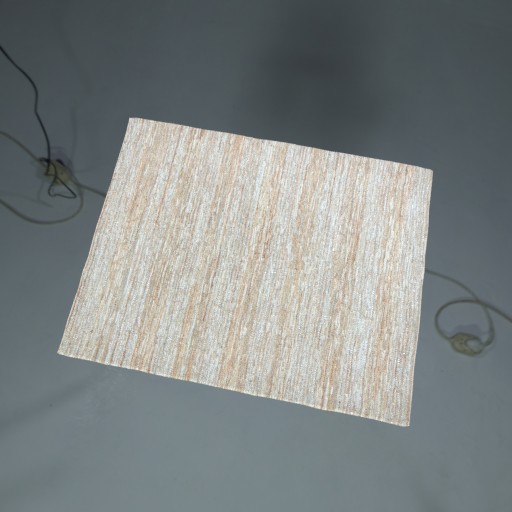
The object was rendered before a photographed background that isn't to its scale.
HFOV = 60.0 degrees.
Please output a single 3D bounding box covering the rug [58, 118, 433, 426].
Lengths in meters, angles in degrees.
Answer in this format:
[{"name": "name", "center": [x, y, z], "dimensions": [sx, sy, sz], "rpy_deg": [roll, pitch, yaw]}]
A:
[{"name": "rug", "center": [0.000, 0.000, 3.907], "dimensions": [2.939, 0.009, 2.313], "rpy_deg": [11, 74, 3]}]
